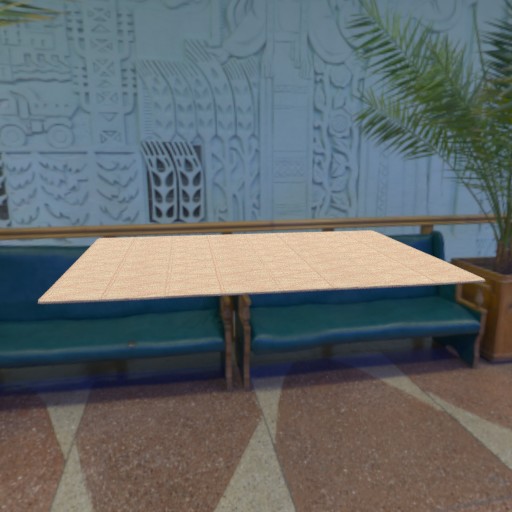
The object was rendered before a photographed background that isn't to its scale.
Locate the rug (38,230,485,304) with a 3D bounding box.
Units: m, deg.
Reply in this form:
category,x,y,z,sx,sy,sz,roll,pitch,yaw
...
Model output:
category,x,y,z,sx,sy,sz,roll,pitch,yaw
rug,0.000,0.000,3.068,2.390,0.015,1.609,-2,14,-9
